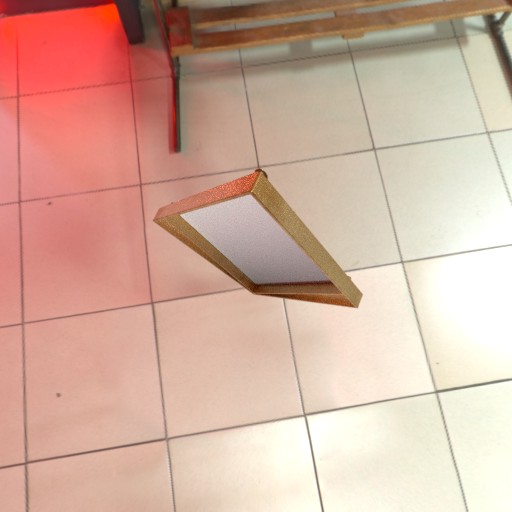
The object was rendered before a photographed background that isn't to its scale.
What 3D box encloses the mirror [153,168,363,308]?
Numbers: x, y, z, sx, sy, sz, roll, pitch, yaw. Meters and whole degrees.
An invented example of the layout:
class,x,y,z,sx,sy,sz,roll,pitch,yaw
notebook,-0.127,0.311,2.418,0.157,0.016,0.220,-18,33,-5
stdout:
class,x,y,z,sx,sy,sz,roll,pitch,yaw
mirror,0.000,0.000,0.832,0.419,0.679,0.032,23,76,6
